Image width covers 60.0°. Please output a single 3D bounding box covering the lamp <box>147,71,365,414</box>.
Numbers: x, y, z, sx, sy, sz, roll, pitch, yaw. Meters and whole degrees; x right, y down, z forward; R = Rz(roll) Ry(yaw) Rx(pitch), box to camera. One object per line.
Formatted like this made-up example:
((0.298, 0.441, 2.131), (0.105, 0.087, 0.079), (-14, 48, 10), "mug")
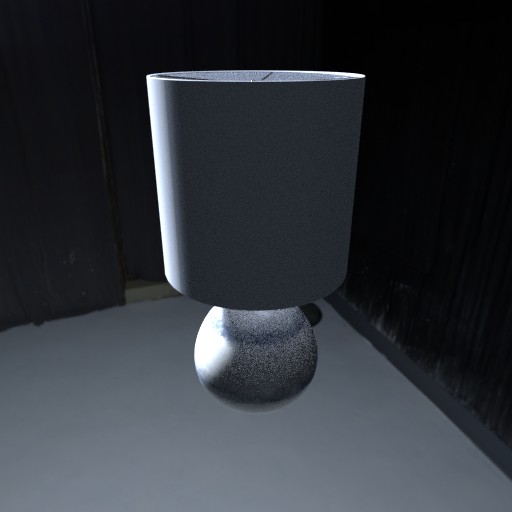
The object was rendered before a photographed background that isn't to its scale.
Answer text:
((0.000, 0.000, 0.533), (0.216, 0.404, 0.216), (-8, 26, -17), "lamp")
